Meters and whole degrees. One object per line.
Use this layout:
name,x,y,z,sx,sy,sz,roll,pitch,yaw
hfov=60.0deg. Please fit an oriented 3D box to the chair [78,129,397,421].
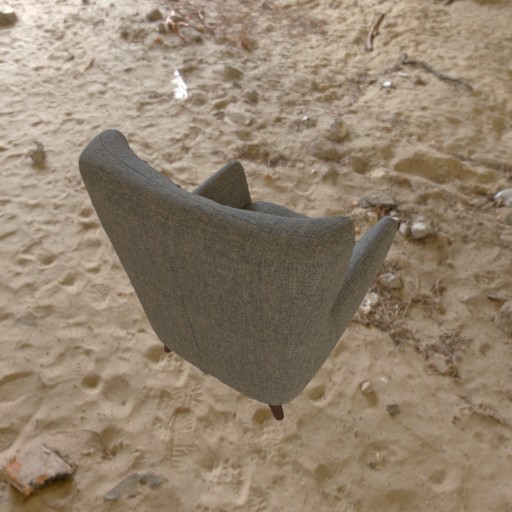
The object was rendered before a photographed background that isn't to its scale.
chair,0.000,0.000,1.739,0.878,1.063,0.904,24,50,22
